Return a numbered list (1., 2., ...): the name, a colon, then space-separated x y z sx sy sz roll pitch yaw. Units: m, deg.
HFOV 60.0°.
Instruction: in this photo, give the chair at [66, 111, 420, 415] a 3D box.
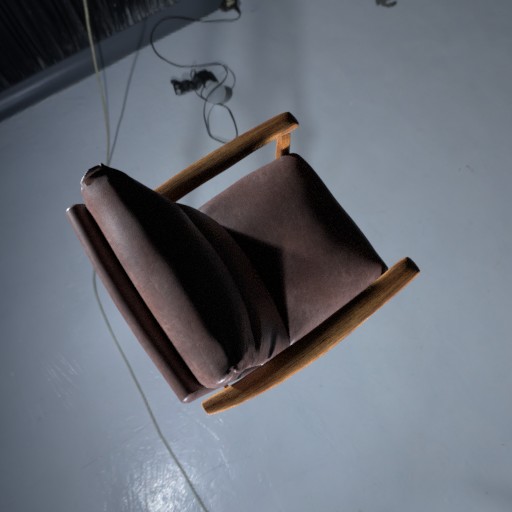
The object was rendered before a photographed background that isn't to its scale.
1. chair: 0.000 0.000 1.507 0.830 0.897 0.782 -34 77 -9
